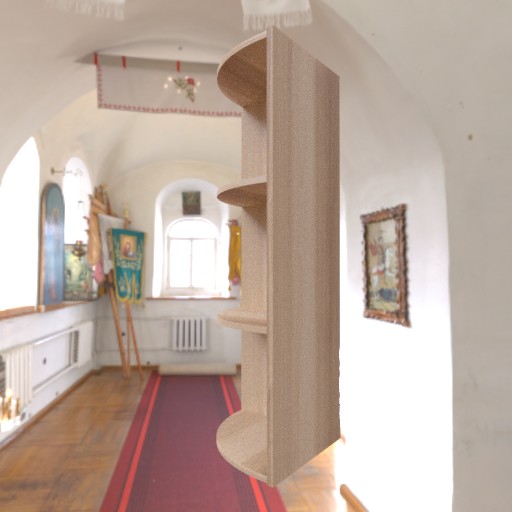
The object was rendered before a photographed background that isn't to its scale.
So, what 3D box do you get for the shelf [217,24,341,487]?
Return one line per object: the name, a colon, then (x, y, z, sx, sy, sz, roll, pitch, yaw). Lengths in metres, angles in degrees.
shelf: (0.000, 0.000, 1.037, 0.290, 0.872, 0.290, -1, -1, 36)
